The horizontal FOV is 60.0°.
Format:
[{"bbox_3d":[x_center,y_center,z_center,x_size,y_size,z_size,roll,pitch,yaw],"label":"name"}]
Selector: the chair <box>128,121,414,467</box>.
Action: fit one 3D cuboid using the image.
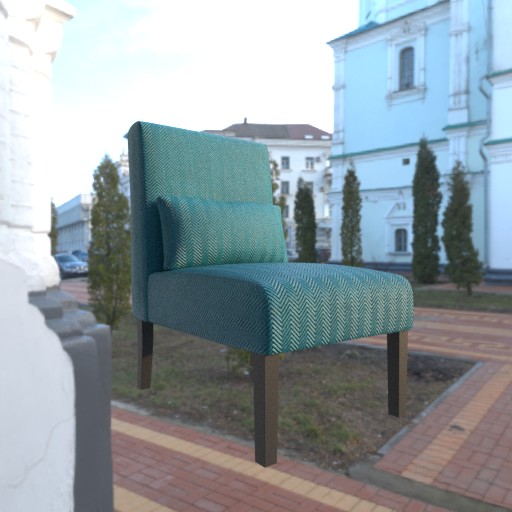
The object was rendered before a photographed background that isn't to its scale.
[{"bbox_3d":[0.000,0.000,1.435,0.579,0.927,0.808,0,1,-37],"label":"chair"}]
